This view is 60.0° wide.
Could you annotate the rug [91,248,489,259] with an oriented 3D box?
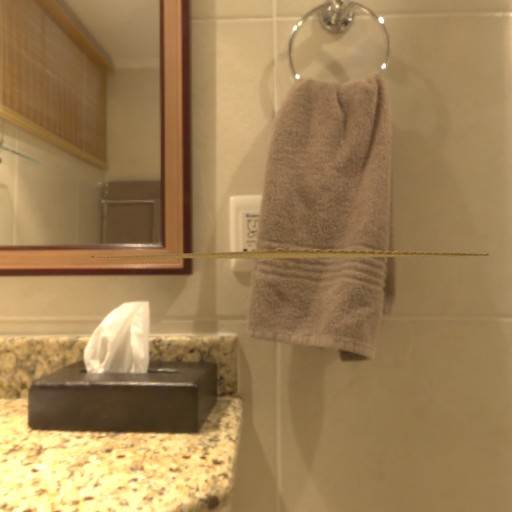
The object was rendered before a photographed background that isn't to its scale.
[{"bbox_3d":[0.000,0.000,3.042,1.540,0.018,2.435,1,-1,-36],"label":"rug"}]
